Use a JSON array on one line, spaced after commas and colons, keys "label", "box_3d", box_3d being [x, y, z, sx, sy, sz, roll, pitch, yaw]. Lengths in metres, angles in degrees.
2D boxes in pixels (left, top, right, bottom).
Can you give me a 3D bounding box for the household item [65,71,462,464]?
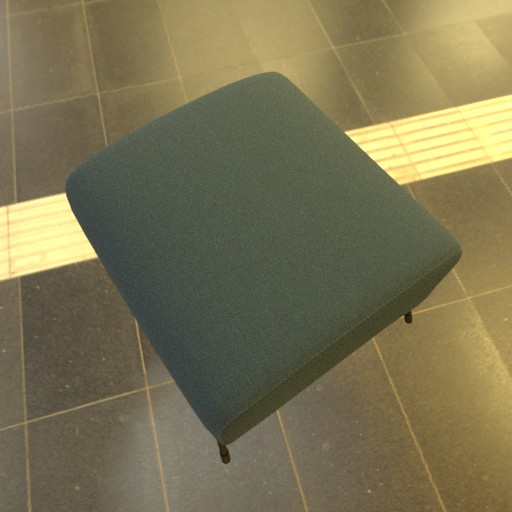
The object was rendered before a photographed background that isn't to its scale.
[{"label": "household item", "box_3d": [0.000, 0.000, 0.878, 0.530, 0.420, 0.530, -32, 67, -15]}]
